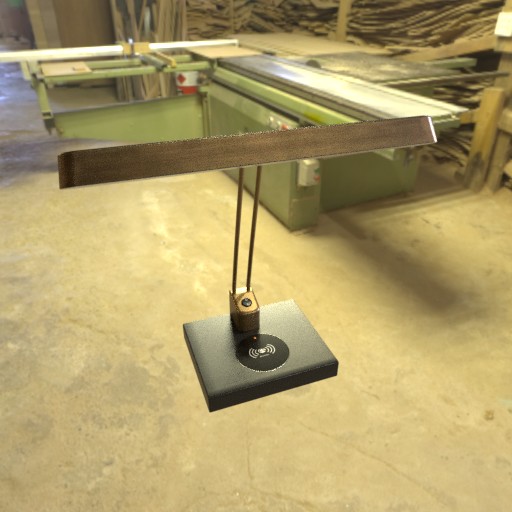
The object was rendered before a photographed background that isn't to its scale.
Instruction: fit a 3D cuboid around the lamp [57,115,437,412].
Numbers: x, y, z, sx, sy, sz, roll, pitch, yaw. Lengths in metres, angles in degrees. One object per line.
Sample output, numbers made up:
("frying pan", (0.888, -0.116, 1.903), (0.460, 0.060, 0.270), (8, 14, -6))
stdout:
("lamp", (0.000, 0.000, 0.570), (0.412, 0.345, 0.156), (-11, 33, -17))
